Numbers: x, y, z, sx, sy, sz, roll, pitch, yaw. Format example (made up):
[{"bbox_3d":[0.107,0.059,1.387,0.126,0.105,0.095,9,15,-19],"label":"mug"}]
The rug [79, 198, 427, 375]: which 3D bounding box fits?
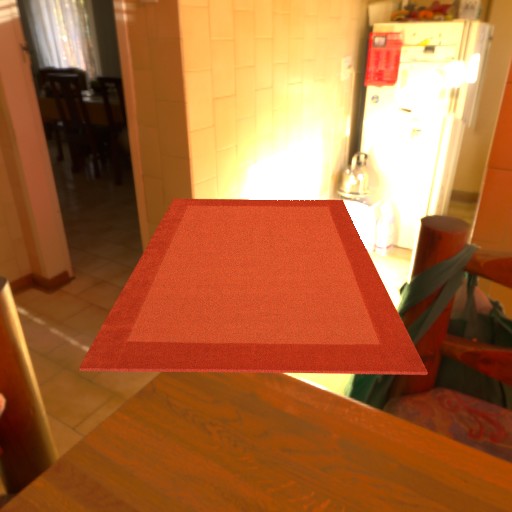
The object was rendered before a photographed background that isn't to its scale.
[{"bbox_3d":[0.000,0.000,2.364,1.219,0.014,1.829,0,26,1],"label":"rug"}]
